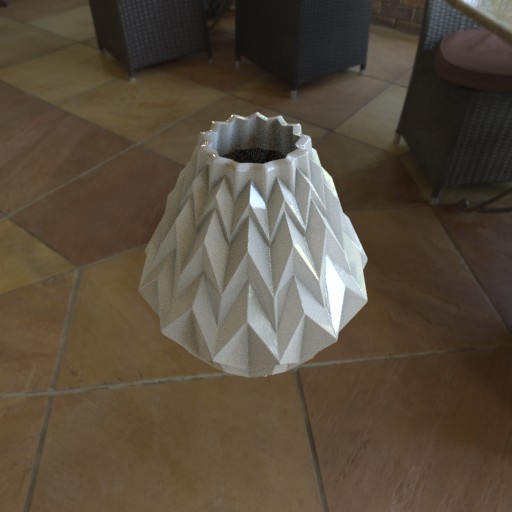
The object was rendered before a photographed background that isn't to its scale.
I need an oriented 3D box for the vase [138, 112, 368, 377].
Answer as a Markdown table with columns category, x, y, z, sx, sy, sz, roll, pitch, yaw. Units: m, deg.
| category | x | y | z | sx | sy | sz | roll | pitch | yaw |
| --- | --- | --- | --- | --- | --- | --- | --- | --- | --- |
| vase | 0.000 | 0.000 | 0.312 | 0.164 | 0.185 | 0.164 | 0 | 45 | 0 |
